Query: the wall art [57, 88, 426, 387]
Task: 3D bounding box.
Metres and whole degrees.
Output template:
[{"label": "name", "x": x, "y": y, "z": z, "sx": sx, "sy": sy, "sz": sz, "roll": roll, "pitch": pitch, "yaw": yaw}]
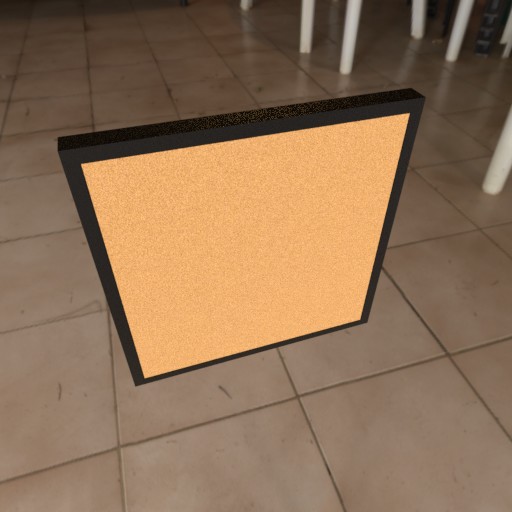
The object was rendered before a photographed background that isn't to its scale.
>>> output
[{"label": "wall art", "x": 0.000, "y": 0.000, "z": 0.764, "sx": 0.506, "sy": 0.506, "sz": 0.038, "roll": -12, "pitch": 43, "yaw": -14}]
